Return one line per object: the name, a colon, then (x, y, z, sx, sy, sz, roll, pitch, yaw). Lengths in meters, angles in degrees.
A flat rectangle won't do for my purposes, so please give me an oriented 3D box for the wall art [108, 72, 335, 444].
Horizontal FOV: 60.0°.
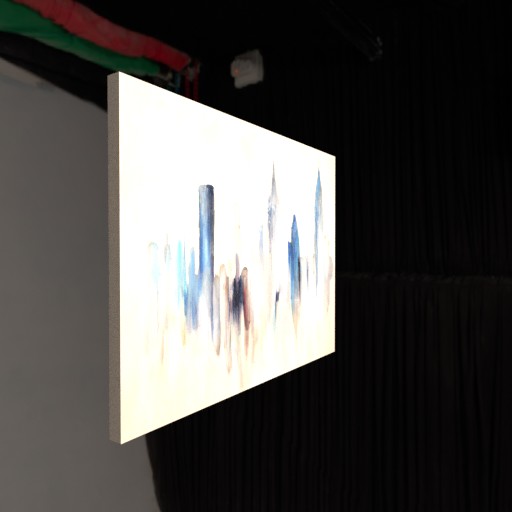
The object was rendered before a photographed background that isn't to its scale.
wall art: (0.000, 0.000, 1.331, 0.038, 0.762, 1.016, 1, 1, 35)
